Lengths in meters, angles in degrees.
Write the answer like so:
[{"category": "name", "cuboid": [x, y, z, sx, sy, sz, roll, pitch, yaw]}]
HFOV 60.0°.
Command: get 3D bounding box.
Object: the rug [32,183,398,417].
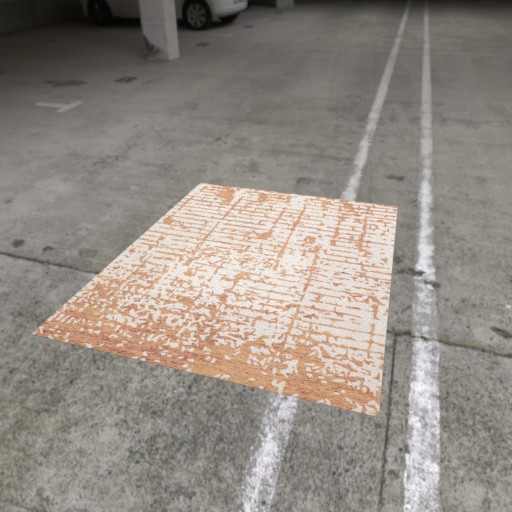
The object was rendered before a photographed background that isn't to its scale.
[{"category": "rug", "cuboid": [0.000, 0.000, 4.130, 2.441, 0.011, 3.050, 9, 32, 15]}]
